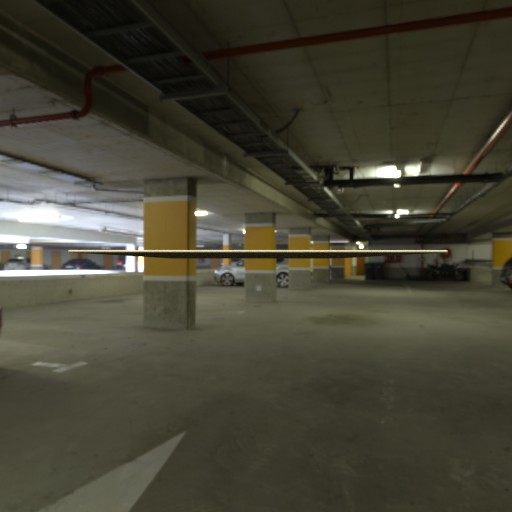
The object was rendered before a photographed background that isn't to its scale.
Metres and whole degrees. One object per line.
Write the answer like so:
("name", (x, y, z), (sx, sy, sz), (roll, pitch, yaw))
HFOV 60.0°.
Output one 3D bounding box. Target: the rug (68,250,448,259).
("rug", (0.000, 0.000, 2.334), (1.220, 0.007, 1.828), (0, -1, -1))
